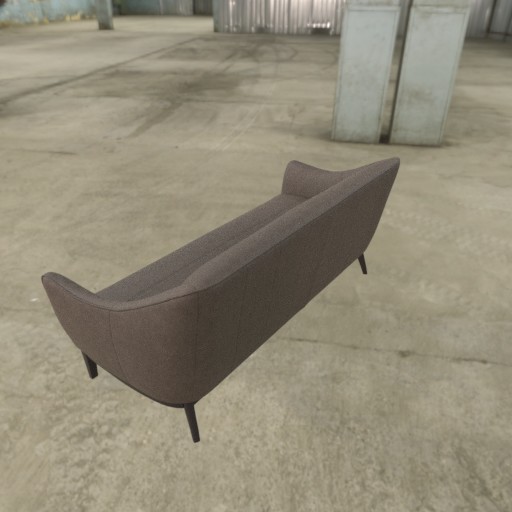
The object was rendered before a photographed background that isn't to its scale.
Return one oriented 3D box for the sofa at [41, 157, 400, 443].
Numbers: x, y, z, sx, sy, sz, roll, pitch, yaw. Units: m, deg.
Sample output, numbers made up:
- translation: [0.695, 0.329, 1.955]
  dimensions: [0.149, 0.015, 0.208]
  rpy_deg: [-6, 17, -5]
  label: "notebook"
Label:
- translation: [0.000, 0.000, 2.391]
  dimensions: [0.869, 0.831, 1.928]
  rpy_deg: [21, 36, 31]
  label: "sofa"
